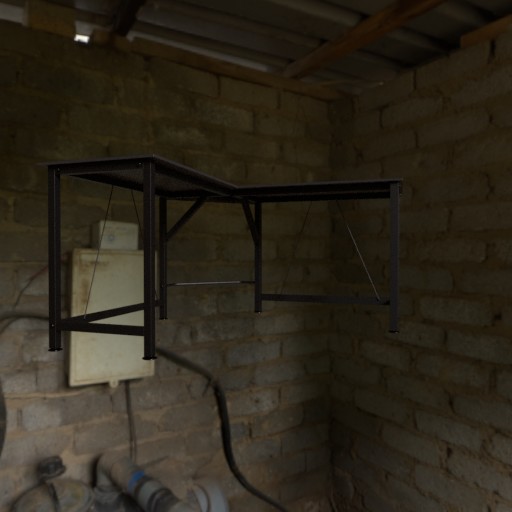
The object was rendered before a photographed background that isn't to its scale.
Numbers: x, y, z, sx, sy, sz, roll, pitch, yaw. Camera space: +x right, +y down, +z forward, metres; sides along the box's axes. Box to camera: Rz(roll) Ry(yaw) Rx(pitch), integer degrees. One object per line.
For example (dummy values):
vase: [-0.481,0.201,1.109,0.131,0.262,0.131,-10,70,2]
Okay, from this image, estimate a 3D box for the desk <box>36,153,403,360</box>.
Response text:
desk: [0.000,0.000,2.232,1.400,0.762,1.400,0,1,18]
